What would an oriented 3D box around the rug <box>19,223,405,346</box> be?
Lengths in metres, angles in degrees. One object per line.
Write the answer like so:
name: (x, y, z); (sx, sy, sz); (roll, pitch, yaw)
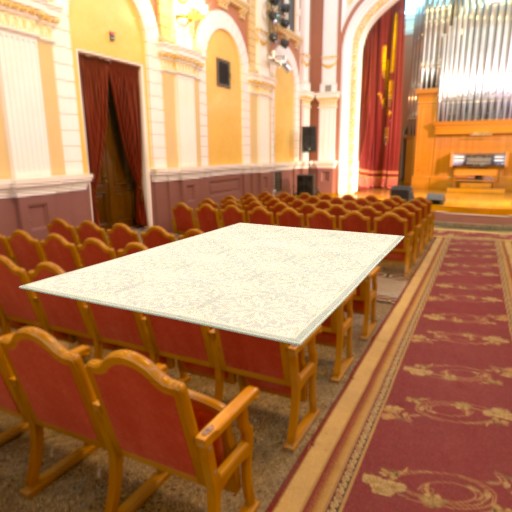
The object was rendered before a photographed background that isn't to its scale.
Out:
rug: (0.000, 0.000, 2.321); (1.219, 0.012, 1.840); (7, 15, 26)
